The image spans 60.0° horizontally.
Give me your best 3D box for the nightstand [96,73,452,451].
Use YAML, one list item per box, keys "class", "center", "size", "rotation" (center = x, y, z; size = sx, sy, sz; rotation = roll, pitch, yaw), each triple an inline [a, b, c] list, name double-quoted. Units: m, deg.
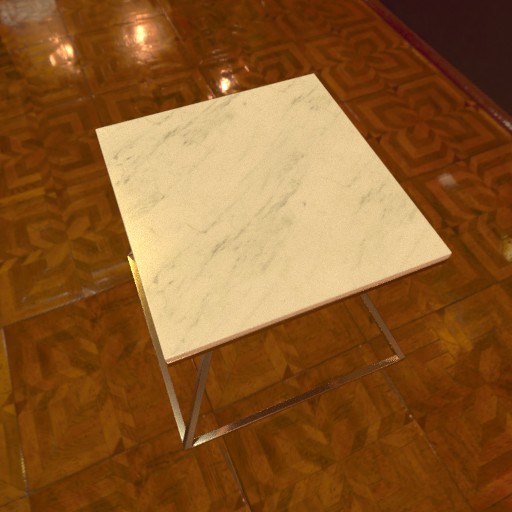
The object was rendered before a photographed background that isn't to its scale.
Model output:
- class: "nightstand"
  center: [0.000, 0.000, 0.898]
  size: [0.514, 0.426, 0.513]
  rotation: [-19, 59, -12]
